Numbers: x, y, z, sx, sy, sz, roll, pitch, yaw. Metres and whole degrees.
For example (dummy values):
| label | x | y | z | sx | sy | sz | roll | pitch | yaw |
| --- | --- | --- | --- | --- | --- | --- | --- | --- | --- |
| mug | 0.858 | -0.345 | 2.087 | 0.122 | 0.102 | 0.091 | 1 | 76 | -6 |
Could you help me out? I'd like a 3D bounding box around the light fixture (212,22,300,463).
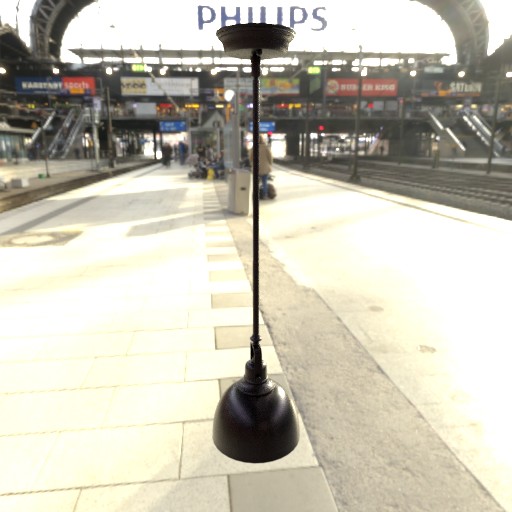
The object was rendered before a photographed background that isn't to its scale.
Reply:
| label | x | y | z | sx | sy | sz | roll | pitch | yaw |
| --- | --- | --- | --- | --- | --- | --- | --- | --- | --- |
| light fixture | 0.000 | 0.000 | 0.835 | 0.182 | 0.768 | 0.182 | -2 | 14 | -9 |
